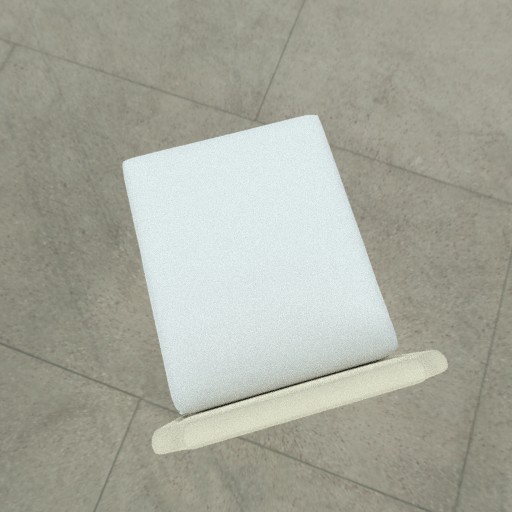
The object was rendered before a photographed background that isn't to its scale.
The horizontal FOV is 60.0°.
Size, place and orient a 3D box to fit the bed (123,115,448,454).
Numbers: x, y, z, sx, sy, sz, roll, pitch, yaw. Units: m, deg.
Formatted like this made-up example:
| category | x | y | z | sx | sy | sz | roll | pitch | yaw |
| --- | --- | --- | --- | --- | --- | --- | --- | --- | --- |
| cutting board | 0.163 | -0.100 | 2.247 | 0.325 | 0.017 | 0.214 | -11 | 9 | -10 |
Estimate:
| category | x | y | z | sx | sy | sz | roll | pitch | yaw |
| --- | --- | --- | --- | --- | --- | --- | --- | --- | --- |
| bed | 0.000 | 0.000 | 3.278 | 1.827 | 1.296 | 2.209 | -15 | 75 | -4 |
